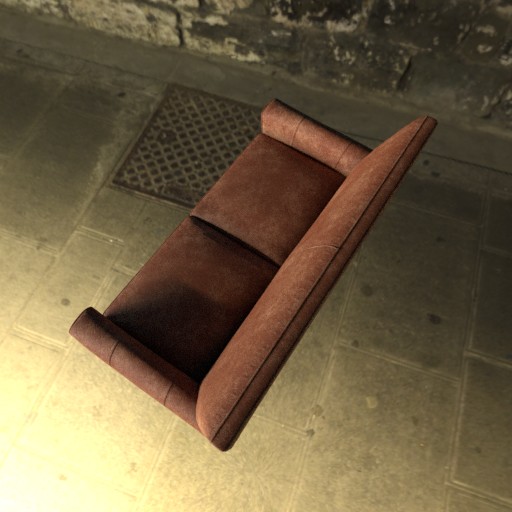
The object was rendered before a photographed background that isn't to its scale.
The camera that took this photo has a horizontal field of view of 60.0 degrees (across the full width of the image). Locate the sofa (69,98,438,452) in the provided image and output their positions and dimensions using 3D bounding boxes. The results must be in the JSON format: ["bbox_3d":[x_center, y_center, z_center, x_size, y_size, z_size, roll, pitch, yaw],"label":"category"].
[{"bbox_3d":[0.000,0.000,1.988,0.787,0.871,1.473,31,68,14],"label":"sofa"}]
